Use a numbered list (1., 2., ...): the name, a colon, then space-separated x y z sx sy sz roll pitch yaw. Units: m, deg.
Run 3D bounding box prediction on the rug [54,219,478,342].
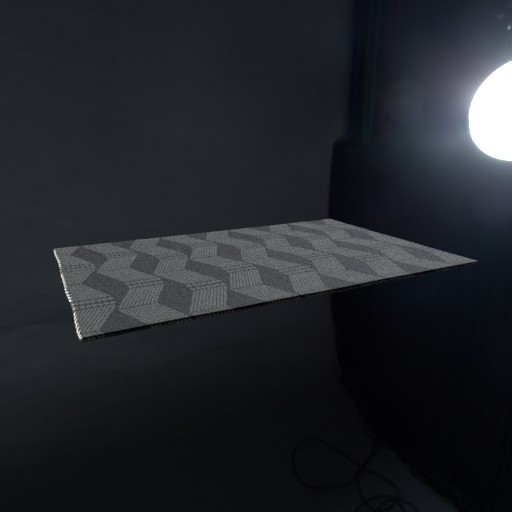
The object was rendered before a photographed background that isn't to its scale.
1. rug: 0.000 0.000 2.275 1.833 0.016 1.210 -8 18 -26
